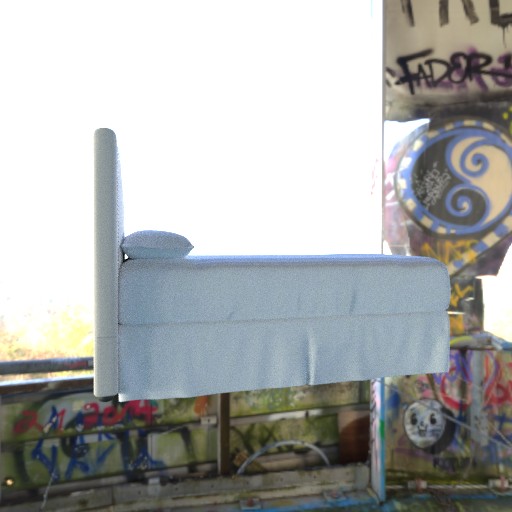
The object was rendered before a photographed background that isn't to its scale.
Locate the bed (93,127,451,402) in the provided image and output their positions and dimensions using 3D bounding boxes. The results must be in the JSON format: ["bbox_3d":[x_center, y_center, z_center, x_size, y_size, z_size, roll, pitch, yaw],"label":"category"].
[{"bbox_3d":[0.000,0.000,3.259,2.143,1.460,1.753,0,1,-16],"label":"bed"}]
